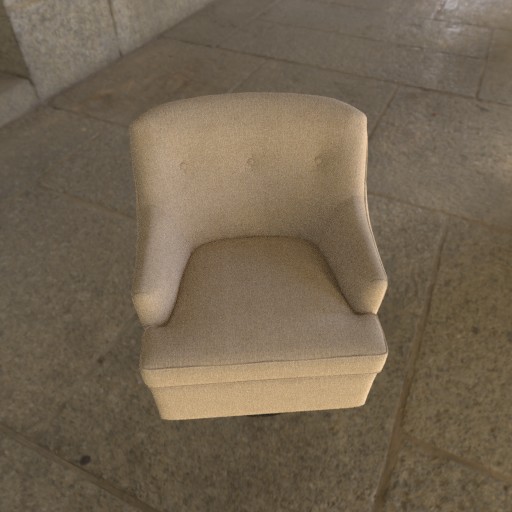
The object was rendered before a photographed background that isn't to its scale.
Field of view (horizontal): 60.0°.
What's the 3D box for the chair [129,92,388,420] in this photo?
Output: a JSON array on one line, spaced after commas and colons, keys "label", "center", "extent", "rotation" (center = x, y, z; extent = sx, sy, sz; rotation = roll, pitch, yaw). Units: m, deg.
[{"label": "chair", "center": [0.000, 0.000, 1.646], "extent": [0.864, 0.856, 0.923], "rotation": [-3, 47, -3]}]
